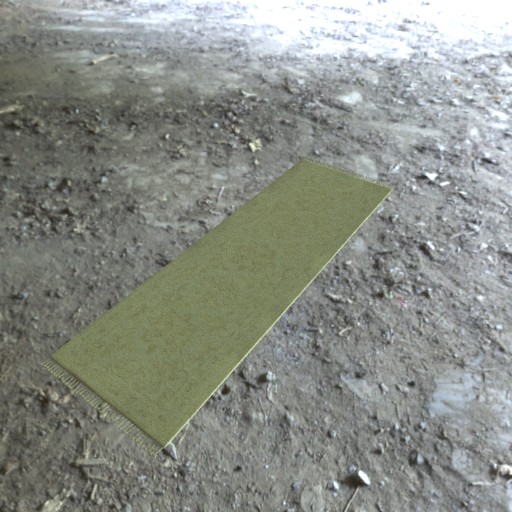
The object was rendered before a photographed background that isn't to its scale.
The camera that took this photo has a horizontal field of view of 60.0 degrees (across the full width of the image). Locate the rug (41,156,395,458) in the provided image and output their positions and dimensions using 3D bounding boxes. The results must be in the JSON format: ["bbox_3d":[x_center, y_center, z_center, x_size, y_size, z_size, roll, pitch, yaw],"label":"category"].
[{"bbox_3d":[0.000,0.000,2.784,0.795,0.015,2.544,25,47,26],"label":"rug"}]
